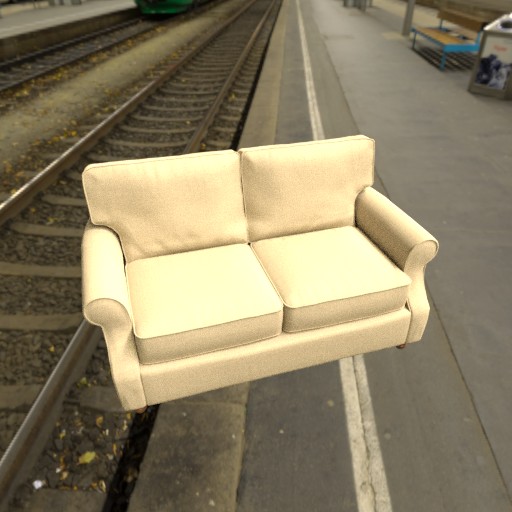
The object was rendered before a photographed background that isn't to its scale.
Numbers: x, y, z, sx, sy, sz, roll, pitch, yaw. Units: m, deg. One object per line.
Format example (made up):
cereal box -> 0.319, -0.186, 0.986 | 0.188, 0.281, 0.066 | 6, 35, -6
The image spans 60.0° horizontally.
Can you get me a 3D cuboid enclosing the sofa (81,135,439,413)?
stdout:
sofa -> 0.000, 0.000, 2.273 | 1.665, 0.937, 0.964 | -10, 34, -14
